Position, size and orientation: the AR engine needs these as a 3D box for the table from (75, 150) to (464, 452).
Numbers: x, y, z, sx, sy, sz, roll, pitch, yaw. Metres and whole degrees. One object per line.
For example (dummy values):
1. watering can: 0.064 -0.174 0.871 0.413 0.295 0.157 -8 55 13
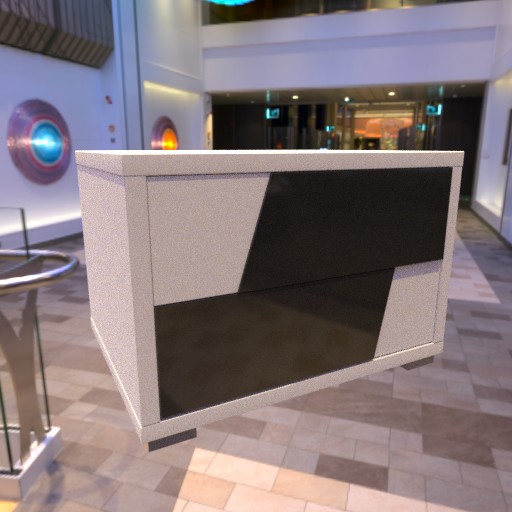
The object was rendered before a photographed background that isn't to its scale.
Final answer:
1. table: 0.000 0.000 0.777 0.517 0.357 0.399 -7 16 -27
